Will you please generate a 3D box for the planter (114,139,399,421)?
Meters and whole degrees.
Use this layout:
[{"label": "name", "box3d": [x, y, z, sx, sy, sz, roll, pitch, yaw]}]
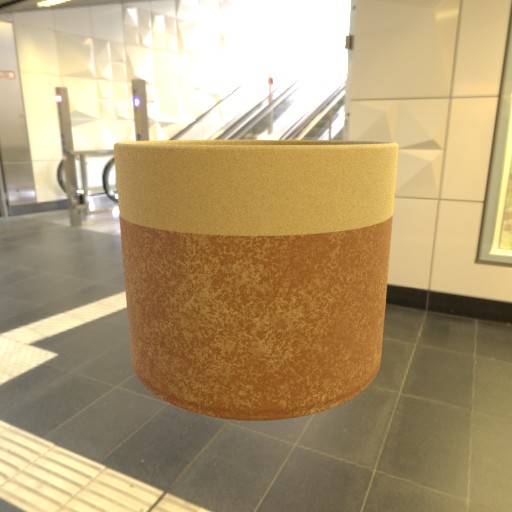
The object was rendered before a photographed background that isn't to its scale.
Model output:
[{"label": "planter", "box3d": [0.000, 0.000, 0.276, 0.159, 0.138, 0.159, 0, 16, 0]}]
